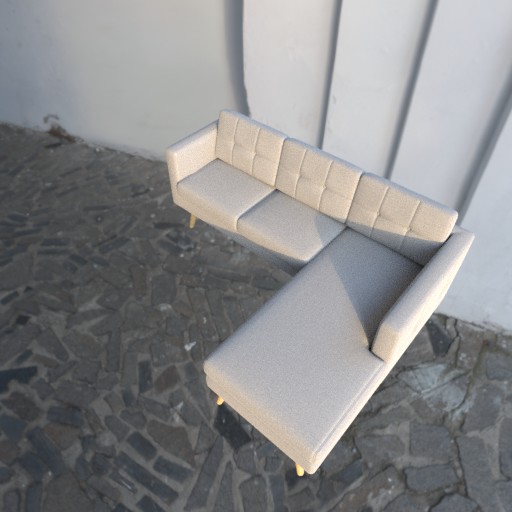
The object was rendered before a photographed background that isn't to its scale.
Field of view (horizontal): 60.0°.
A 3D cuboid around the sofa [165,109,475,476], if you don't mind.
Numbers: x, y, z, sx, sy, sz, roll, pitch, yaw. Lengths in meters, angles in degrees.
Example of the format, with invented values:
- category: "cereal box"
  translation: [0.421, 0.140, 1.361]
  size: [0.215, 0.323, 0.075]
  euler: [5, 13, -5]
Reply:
- category: "sofa"
  translation: [0.000, 0.000, 2.787]
  size: [2.040, 0.860, 1.530]
  euler: [32, 54, 27]
